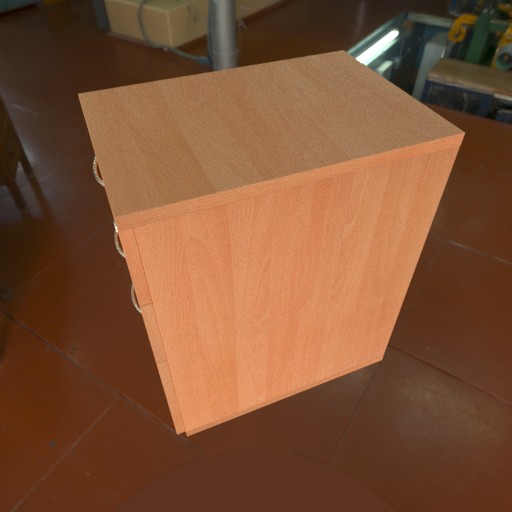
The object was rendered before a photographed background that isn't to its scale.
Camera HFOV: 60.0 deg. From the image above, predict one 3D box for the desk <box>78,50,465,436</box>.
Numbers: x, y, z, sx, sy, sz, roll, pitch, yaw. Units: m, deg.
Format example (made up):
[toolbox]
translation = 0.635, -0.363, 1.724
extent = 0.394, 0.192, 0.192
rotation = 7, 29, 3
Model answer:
[desk]
translation = 0.000, 0.000, 1.057
extent = 0.600, 0.730, 0.404
rotation = -16, 47, -16
